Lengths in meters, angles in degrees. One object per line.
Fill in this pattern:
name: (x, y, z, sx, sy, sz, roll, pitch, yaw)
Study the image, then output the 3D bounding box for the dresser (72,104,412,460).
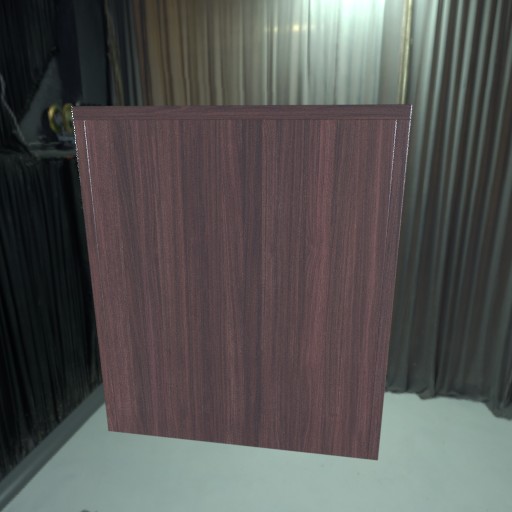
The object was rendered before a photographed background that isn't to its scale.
dresser: (0.000, 0.000, 0.750, 0.400, 0.470, 0.360, 3, 17, 8)
